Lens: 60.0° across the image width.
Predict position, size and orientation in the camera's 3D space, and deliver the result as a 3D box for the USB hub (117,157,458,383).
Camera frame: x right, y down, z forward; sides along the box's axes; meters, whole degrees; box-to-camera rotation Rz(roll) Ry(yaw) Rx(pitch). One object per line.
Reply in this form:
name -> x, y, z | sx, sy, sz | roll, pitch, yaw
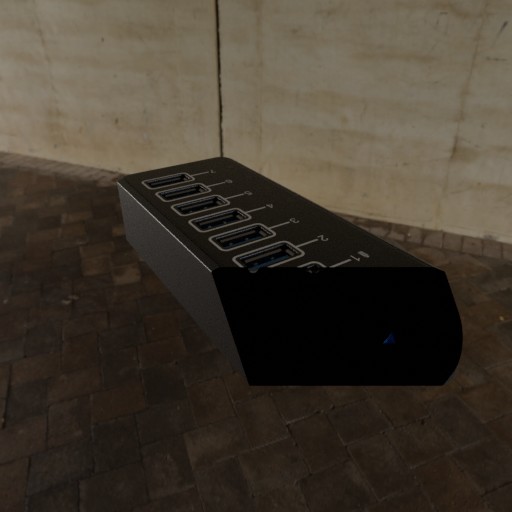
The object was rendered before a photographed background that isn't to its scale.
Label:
USB hub -> 0.000, 0.000, 0.127 | 0.044, 0.023, 0.110 | -18, 35, -28
